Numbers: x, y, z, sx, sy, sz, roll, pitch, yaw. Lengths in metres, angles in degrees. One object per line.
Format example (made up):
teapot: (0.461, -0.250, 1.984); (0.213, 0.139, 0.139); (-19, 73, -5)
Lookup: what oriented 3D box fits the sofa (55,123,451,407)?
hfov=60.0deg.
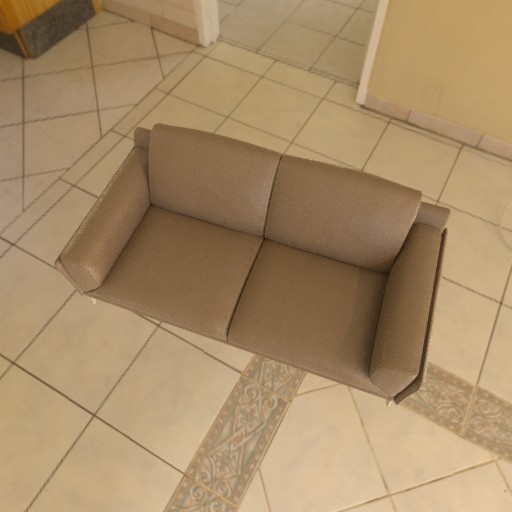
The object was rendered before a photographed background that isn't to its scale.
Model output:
sofa: (0.000, 0.000, 2.683); (2.101, 0.930, 1.049); (17, 60, 10)
